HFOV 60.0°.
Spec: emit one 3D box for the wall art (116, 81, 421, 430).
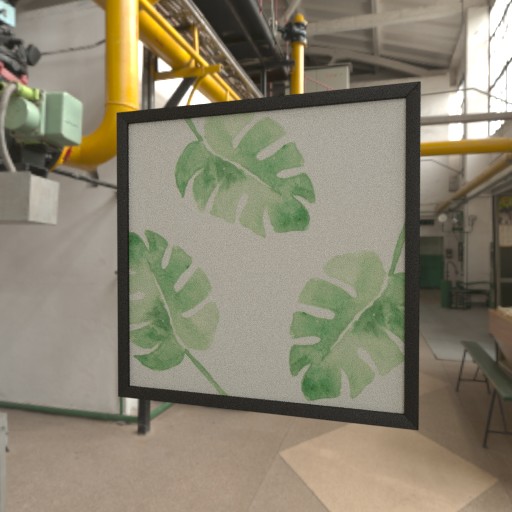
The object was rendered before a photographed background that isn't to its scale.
[{"bbox_3d":[0.000,0.000,0.734,0.508,0.508,0.036,0,1,17],"label":"wall art"}]
